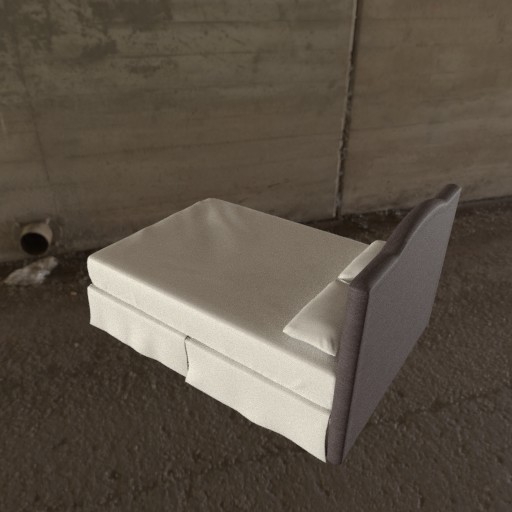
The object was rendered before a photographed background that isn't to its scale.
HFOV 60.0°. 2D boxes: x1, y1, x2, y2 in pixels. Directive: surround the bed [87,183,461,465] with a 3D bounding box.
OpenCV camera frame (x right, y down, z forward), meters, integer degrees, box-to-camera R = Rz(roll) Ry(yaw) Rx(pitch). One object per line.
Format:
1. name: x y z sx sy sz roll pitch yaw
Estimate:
1. bed: 0.000 0.000 3.604 2.507 1.441 1.741 20 36 31
